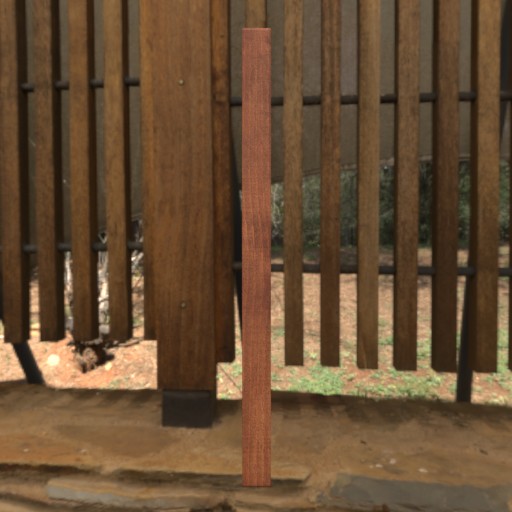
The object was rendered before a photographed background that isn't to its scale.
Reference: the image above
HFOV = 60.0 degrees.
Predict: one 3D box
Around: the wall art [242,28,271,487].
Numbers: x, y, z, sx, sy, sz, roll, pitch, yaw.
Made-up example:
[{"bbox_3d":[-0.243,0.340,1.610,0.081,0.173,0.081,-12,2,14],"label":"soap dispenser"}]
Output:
[{"bbox_3d":[0.000,0.000,0.829,0.037,0.572,0.554,0,1,0],"label":"wall art"}]
